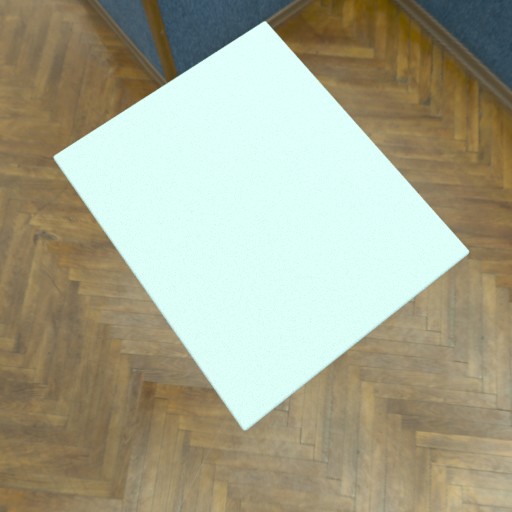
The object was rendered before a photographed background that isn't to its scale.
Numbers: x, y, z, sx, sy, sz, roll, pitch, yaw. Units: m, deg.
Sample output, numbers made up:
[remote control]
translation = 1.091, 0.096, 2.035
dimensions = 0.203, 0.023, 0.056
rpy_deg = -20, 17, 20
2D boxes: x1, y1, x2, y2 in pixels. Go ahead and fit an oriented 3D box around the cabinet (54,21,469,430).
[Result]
[cabinet]
translation = 0.000, 0.000, 1.045
dimensions = 0.431, 0.723, 0.520
rpy_deg = -36, 79, -8
